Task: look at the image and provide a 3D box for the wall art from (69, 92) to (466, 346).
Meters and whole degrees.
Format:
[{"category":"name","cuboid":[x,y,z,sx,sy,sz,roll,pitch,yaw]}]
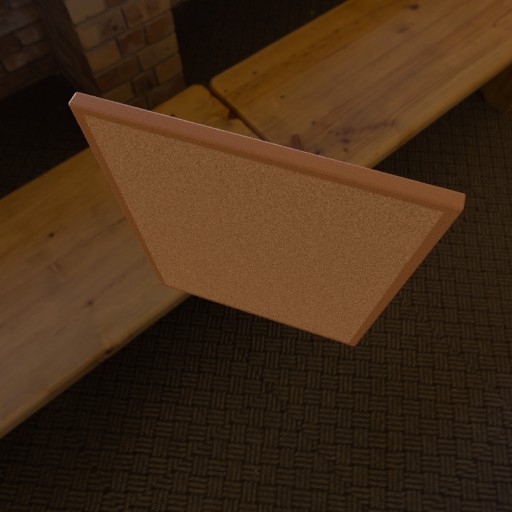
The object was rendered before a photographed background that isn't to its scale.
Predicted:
[{"category":"wall art","cuboid":[0.000,0.000,0.503,0.310,0.379,0.015,17,65,8]}]
